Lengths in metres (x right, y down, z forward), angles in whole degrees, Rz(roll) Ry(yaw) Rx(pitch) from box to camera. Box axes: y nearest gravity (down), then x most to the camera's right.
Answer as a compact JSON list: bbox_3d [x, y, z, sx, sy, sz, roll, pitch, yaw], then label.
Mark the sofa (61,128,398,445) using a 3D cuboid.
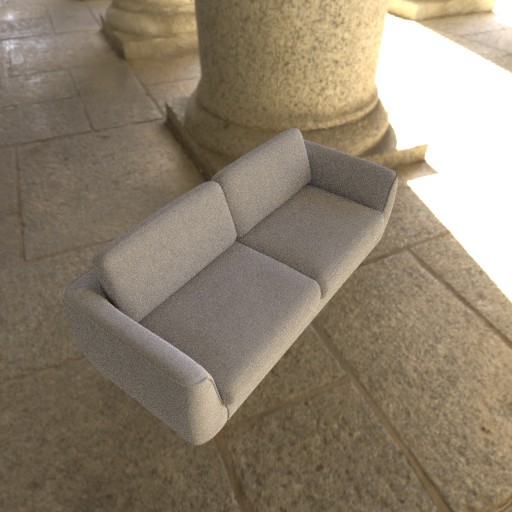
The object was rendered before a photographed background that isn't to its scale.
[{"bbox_3d":[0.000,0.000,2.549,0.920,0.850,2.000,26,48,27],"label":"sofa"}]
